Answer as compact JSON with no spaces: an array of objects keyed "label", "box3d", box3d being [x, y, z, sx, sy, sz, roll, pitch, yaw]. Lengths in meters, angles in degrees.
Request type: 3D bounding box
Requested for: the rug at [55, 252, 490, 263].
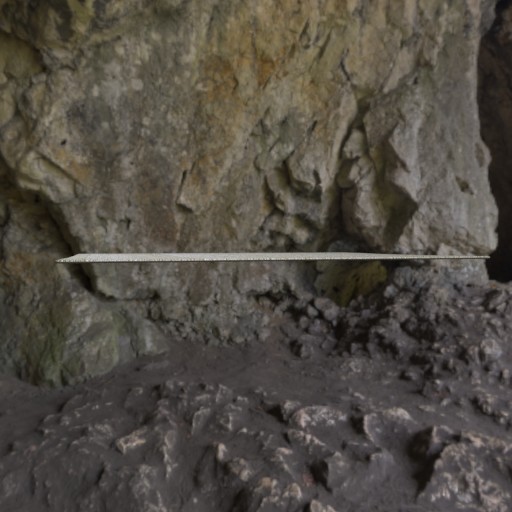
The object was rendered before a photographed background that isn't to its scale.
[{"label":"rug","box3d":[0.000,0.000,2.917,2.270,0.017,1.606,0,1,-19]}]
